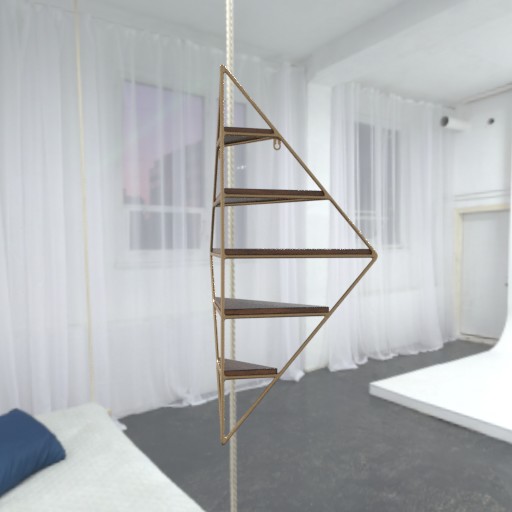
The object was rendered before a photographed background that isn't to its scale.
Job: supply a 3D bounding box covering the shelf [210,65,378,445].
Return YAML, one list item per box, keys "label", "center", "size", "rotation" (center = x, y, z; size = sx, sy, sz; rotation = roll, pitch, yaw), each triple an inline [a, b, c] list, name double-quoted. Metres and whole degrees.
- label: "shelf"
  center: [0.000, 0.000, 1.181]
  size: [0.564, 0.913, 0.294]
  rotation: [1, 2, 35]
